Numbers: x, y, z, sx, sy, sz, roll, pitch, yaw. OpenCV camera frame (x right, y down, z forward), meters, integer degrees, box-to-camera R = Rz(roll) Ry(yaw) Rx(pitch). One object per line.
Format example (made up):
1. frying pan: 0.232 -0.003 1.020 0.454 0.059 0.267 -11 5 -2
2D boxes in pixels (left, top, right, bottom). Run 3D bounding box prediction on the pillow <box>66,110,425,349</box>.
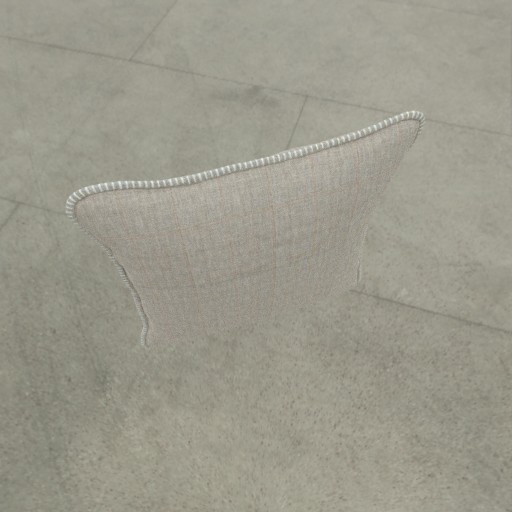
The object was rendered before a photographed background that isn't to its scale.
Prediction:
1. pillow: 0.000 0.000 0.754 0.485 0.494 0.124 -15 59 -10
